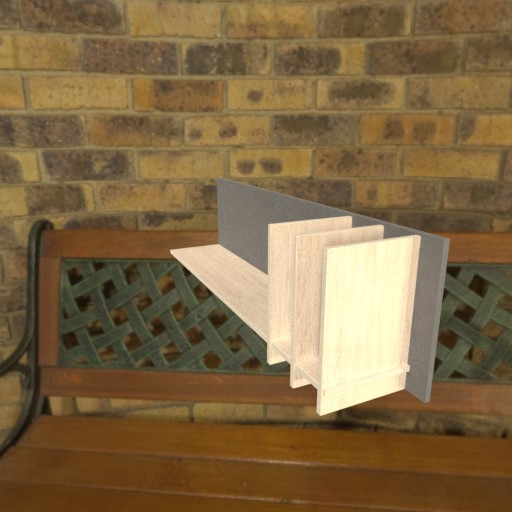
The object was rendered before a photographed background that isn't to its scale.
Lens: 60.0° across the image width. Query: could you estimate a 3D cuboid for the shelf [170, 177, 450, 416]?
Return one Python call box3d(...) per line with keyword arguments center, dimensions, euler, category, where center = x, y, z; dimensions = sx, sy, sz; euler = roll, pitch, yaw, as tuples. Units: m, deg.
box3d(center=(0.000, 0.000, 1.150), dimensions=(0.200, 0.300, 1.020), euler=(-8, 18, -24), category="shelf")
